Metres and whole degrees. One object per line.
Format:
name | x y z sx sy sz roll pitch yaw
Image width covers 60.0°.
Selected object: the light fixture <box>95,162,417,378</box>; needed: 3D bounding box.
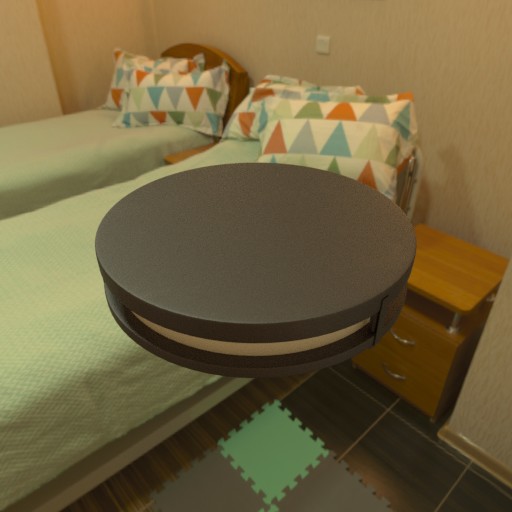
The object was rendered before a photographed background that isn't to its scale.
light fixture | 0.000 0.000 0.537 0.356 0.102 0.356 0 33 0
